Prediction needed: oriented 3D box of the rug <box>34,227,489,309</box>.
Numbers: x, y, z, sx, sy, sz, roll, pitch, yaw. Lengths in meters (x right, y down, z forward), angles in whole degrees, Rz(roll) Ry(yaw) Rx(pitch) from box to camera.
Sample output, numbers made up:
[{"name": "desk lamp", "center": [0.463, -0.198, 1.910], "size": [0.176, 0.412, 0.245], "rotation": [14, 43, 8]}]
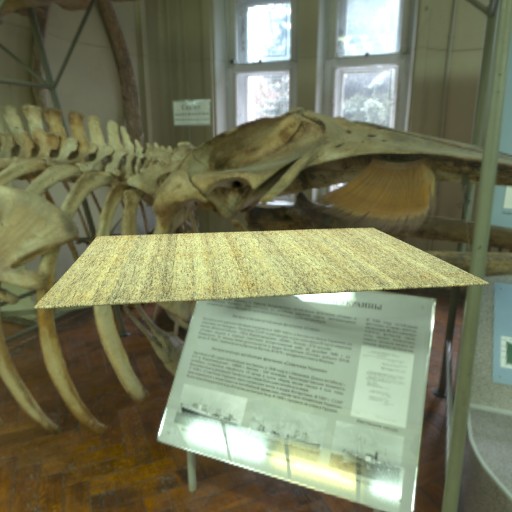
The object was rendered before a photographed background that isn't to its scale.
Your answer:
[{"name": "rug", "center": [0.000, 0.000, 2.355], "size": [1.846, 0.014, 1.243], "rotation": [-2, 15, -9]}]
